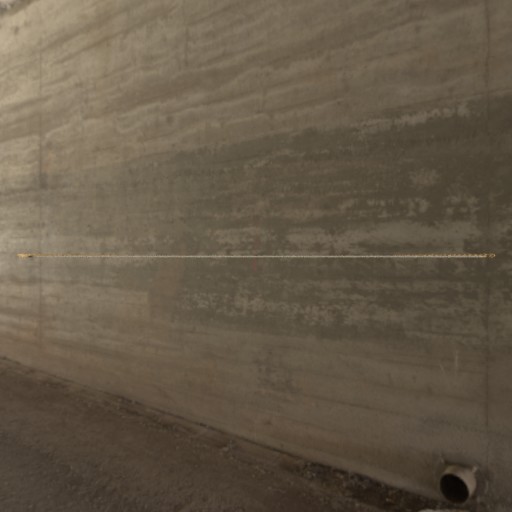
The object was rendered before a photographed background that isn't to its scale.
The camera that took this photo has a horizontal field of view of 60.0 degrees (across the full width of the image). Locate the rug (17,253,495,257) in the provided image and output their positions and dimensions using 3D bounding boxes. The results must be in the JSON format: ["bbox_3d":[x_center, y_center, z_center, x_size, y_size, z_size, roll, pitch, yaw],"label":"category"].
[{"bbox_3d":[0.000,0.000,2.998,2.433,0.022,1.556,0,0,0],"label":"rug"}]
